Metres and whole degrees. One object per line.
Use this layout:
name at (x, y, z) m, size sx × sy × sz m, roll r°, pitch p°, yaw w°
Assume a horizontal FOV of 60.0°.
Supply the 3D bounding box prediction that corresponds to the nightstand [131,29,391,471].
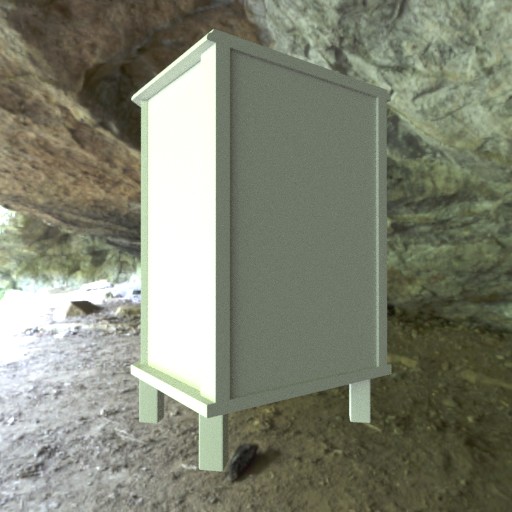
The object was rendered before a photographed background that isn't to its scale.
nightstand at (0.000, 0.000, 0.927) m, size 0.435 × 0.681 × 0.351 m, roll 0°, pitch -1°, yaw -36°
